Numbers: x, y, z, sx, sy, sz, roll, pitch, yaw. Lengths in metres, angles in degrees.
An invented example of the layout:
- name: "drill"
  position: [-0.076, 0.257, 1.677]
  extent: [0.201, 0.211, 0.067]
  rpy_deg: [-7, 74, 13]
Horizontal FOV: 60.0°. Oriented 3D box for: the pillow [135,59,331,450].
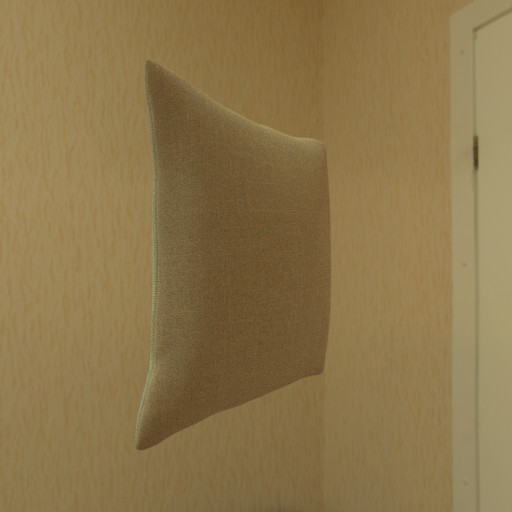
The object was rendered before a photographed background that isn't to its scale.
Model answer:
- name: "pillow"
  position: [0.000, 0.000, 0.773]
  extent: [0.178, 0.506, 0.512]
  rpy_deg: [-1, -1, 36]
